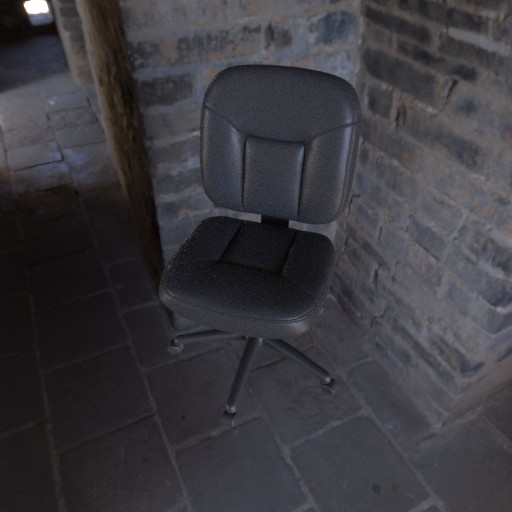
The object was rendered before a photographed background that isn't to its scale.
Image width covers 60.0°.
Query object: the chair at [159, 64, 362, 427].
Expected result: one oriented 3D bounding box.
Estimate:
[{"bbox_3d":[0.000,0.000,1.368,0.647,0.959,0.646,11,42,13],"label":"chair"}]
